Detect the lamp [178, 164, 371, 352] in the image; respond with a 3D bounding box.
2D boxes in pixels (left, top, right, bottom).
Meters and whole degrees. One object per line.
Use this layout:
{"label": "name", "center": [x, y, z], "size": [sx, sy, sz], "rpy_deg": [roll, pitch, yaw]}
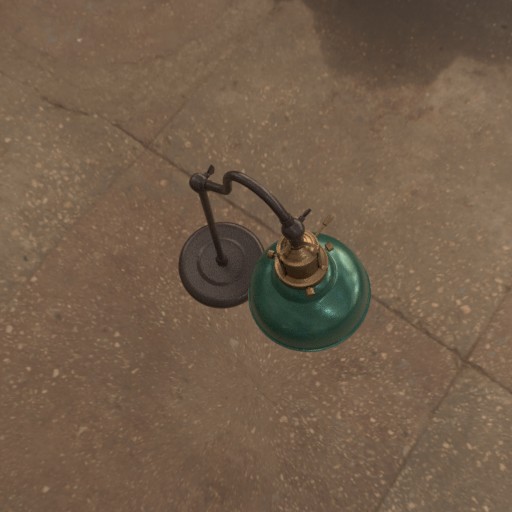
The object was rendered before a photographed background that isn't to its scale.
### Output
{"label": "lamp", "center": [0.000, 0.000, 0.699], "size": [0.374, 0.508, 0.192], "rpy_deg": [37, 77, 10]}
